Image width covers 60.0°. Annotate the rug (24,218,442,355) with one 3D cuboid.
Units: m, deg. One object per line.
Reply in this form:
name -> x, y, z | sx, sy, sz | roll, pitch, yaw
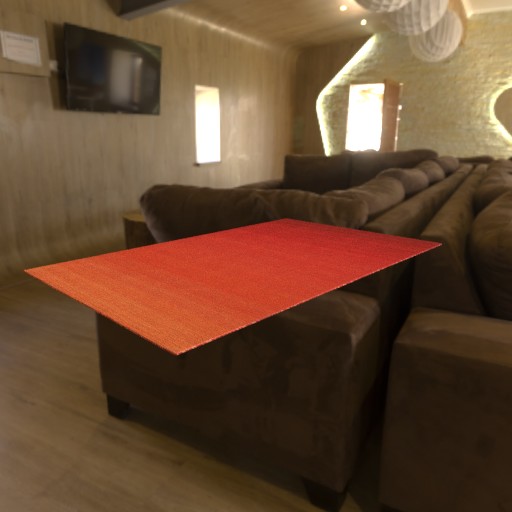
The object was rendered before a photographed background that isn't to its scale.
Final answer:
rug -> 0.000, 0.000, 2.993 | 1.531, 0.010, 2.442 | 14, 20, 42
